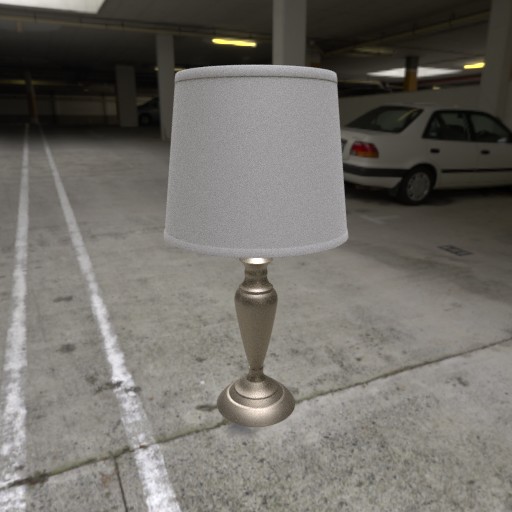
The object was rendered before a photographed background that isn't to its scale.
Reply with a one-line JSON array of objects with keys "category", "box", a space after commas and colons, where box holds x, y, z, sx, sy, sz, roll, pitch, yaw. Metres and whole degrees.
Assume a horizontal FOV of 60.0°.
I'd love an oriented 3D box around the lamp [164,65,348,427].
[{"category": "lamp", "box": [0.000, 0.000, 0.817, 0.328, 0.619, 0.328, 0, 16, 0]}]
